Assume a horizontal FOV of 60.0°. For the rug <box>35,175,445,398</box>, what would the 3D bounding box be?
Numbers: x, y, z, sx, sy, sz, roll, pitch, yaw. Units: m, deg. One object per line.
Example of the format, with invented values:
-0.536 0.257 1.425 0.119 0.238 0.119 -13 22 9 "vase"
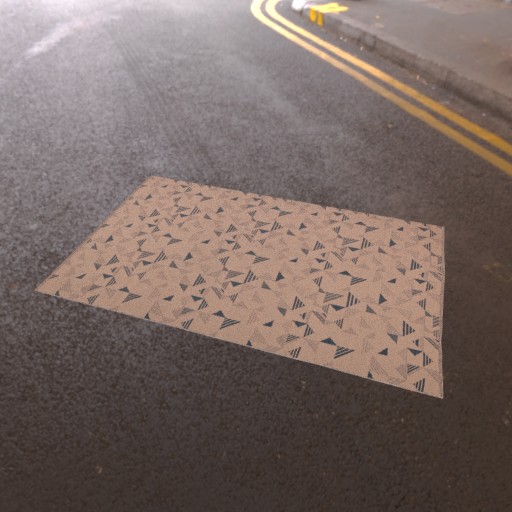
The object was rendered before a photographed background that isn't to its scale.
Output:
0.000 0.000 3.040 2.457 0.009 1.512 12 41 14 "rug"
